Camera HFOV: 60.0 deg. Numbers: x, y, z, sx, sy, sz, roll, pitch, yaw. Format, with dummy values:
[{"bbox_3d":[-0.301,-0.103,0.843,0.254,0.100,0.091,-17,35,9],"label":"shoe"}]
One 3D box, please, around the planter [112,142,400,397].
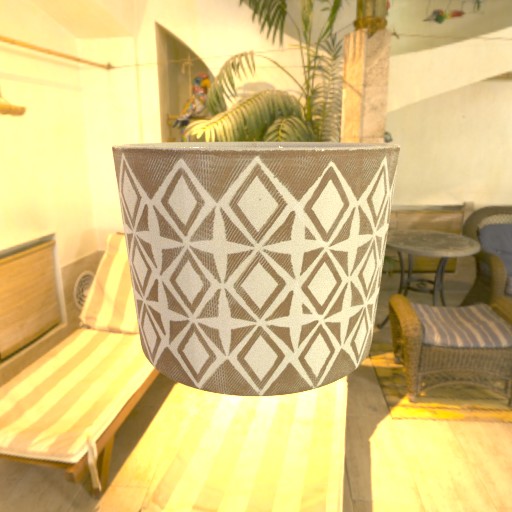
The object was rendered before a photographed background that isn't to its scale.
[{"bbox_3d":[0.000,0.000,0.447,0.260,0.220,0.260,0,15,0],"label":"planter"}]
